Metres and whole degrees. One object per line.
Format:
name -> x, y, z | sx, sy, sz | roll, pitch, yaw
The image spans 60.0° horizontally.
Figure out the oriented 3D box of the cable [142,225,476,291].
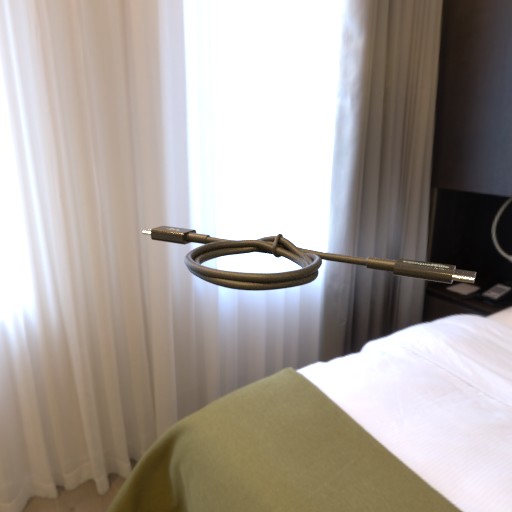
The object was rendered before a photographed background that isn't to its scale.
cable -> 0.000, 0.000, 0.218 | 0.192, 0.014, 0.070 | 9, 18, 28
